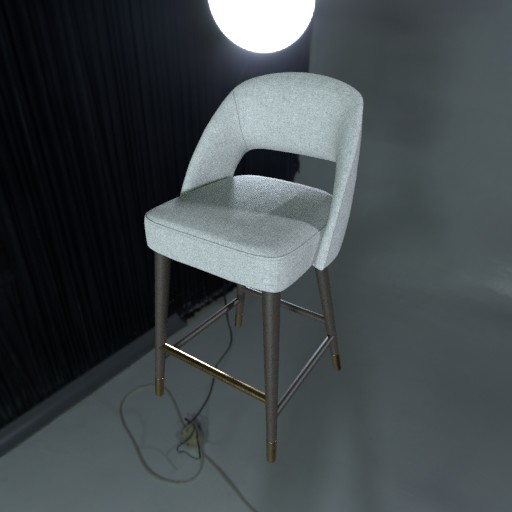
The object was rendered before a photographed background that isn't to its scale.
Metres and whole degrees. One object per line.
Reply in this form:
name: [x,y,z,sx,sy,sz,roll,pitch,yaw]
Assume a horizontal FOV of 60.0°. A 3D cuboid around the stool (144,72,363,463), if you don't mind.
stool: [0.000,0.000,1.282,0.494,0.940,0.509,18,34,29]
